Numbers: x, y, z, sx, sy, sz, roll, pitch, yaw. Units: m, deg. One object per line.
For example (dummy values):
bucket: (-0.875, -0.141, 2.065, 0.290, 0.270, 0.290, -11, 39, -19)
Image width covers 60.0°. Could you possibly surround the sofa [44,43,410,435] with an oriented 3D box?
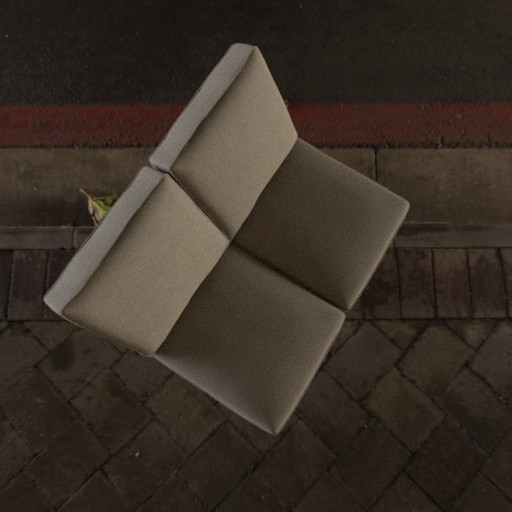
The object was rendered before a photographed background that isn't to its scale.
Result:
sofa: (0.000, 0.000, 1.976, 0.978, 1.006, 1.232, 31, 78, 7)
